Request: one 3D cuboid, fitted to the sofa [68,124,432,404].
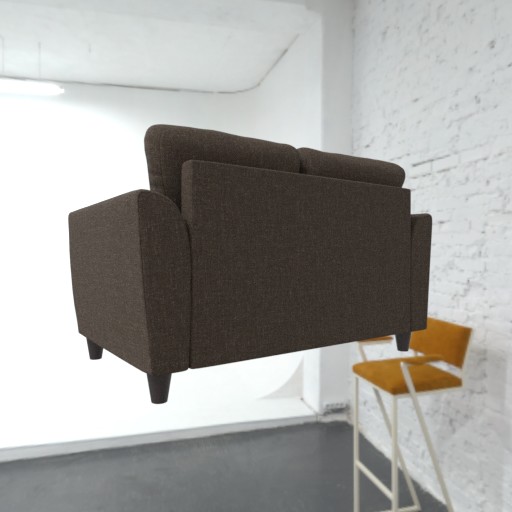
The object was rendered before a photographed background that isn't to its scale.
[{"bbox_3d":[0.000,0.000,1.988,1.423,0.885,0.851,0,1,-36],"label":"sofa"}]
